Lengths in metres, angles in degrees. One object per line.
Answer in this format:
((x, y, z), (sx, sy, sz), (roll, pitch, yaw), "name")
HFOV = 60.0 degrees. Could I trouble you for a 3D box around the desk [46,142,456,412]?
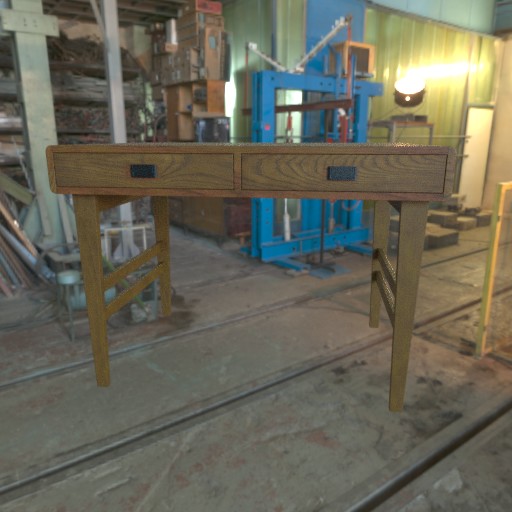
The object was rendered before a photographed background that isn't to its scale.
((0.000, 0.000, 1.539), (1.066, 0.754, 0.660), (2, 15, 8), "desk")
